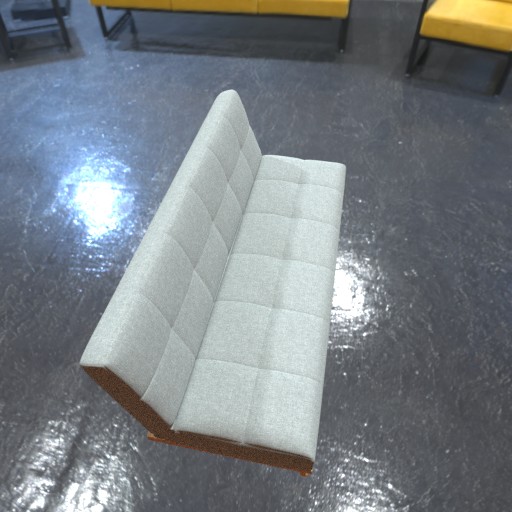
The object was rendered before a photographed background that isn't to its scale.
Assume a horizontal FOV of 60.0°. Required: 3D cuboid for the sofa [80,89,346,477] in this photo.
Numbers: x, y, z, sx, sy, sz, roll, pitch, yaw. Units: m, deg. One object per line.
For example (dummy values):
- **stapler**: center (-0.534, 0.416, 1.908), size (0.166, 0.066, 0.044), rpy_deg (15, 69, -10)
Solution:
- **sofa**: center (0.000, 0.000, 2.200), size (0.800, 0.800, 1.820), rpy_deg (8, 48, 8)
